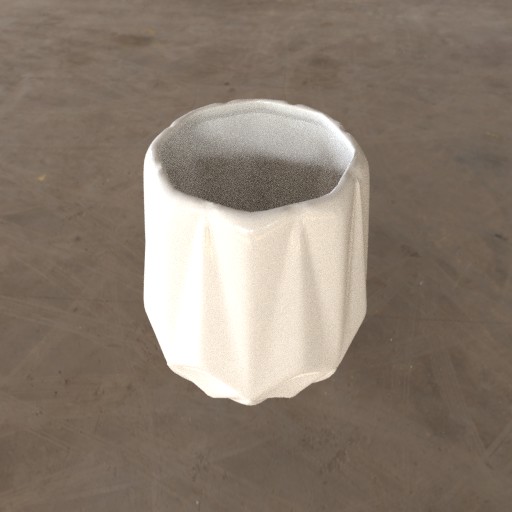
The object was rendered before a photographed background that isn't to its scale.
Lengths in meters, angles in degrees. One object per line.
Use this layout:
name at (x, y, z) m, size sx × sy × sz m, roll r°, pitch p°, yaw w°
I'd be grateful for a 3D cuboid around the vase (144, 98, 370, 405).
vase at (0.000, 0.000, 0.266) m, size 0.141 × 0.152 × 0.141 m, roll 0°, pitch 46°, yaw 0°
